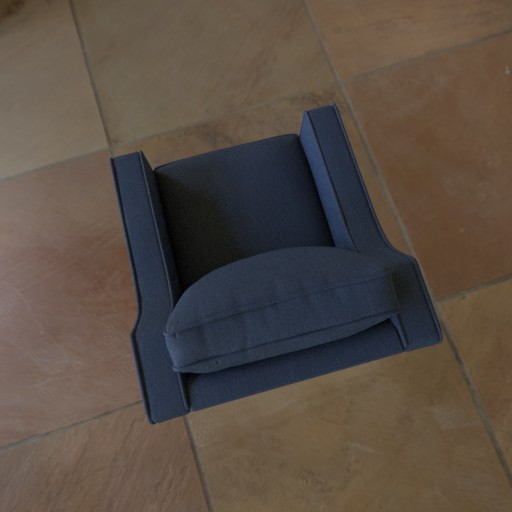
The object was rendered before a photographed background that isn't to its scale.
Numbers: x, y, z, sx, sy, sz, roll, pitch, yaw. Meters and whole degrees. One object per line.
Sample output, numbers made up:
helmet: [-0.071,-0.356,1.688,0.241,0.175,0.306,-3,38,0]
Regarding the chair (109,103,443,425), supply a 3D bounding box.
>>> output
chair: [0.000,0.000,1.623,0.831,0.960,0.909,-15,76,-4]
